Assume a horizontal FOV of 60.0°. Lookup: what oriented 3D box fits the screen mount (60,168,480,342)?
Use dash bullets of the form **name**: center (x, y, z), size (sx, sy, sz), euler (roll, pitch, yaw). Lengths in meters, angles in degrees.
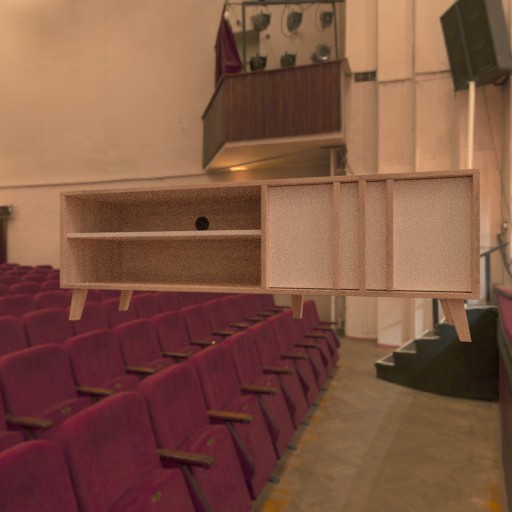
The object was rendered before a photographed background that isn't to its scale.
- **screen mount**: center (0.000, 0.000, 1.710), size (1.500, 0.510, 0.400), euler (0, 0, 18)
